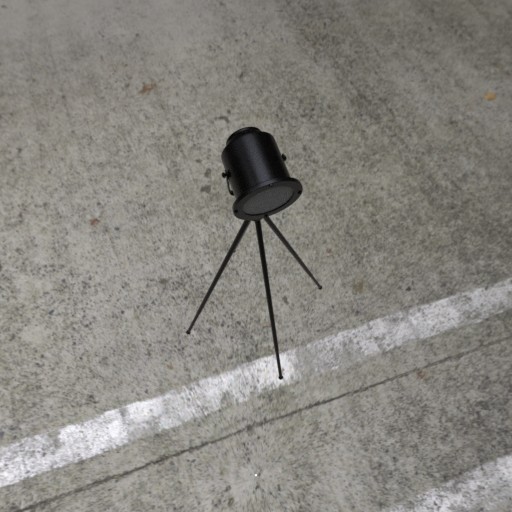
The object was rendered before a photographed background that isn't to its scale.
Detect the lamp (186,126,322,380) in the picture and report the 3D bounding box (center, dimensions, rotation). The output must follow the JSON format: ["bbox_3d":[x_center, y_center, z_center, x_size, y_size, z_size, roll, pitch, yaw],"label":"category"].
[{"bbox_3d":[0.000,0.000,2.038,0.879,1.504,0.884,-18,65,-9],"label":"lamp"}]
